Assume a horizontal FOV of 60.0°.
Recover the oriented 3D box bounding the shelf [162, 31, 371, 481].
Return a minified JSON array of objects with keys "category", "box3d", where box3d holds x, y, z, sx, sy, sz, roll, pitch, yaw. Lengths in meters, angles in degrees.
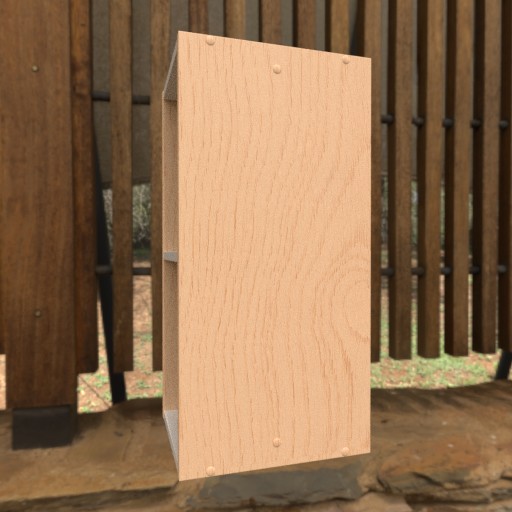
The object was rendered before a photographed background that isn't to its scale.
[{"category":"shelf","box3d":[0.000,0.000,0.750,0.290,0.600,0.250,0,1,-17]}]
